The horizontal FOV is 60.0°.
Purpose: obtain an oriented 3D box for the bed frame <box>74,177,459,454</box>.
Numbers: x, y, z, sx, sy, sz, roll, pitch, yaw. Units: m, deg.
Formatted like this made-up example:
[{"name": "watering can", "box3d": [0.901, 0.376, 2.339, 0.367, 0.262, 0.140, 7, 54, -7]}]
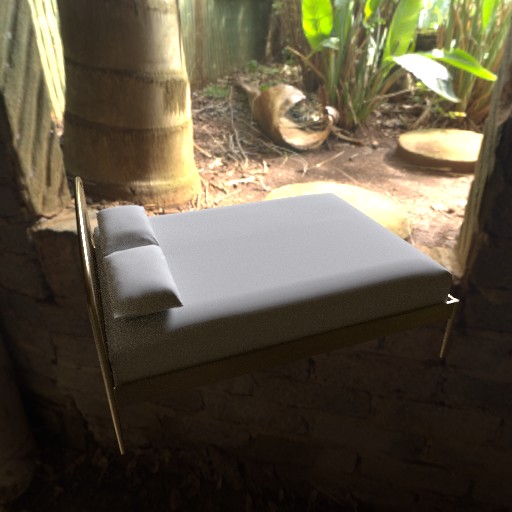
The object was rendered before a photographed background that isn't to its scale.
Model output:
[{"name": "bed frame", "box3d": [0.000, 0.000, 3.065, 2.152, 1.175, 1.612, -10, 31, -18]}]
